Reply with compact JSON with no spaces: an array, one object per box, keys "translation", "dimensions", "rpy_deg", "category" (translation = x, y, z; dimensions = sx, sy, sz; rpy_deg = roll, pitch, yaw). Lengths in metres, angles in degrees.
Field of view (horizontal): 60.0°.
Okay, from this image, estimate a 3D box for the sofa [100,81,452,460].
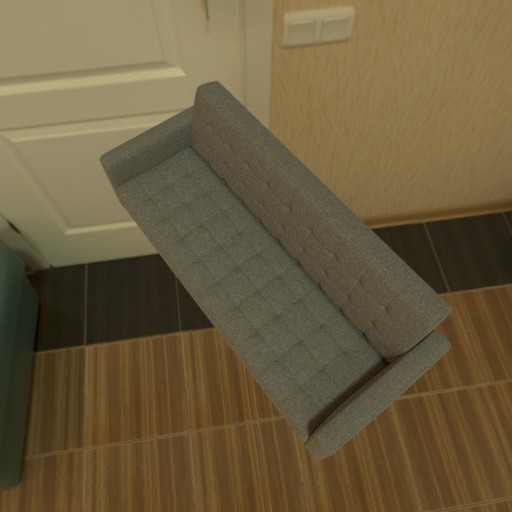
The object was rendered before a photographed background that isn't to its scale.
[{"translation":[0.000,0.000,2.482],"dimensions":[0.810,0.850,2.040],"rpy_deg":[-35,68,-16],"category":"sofa"}]
